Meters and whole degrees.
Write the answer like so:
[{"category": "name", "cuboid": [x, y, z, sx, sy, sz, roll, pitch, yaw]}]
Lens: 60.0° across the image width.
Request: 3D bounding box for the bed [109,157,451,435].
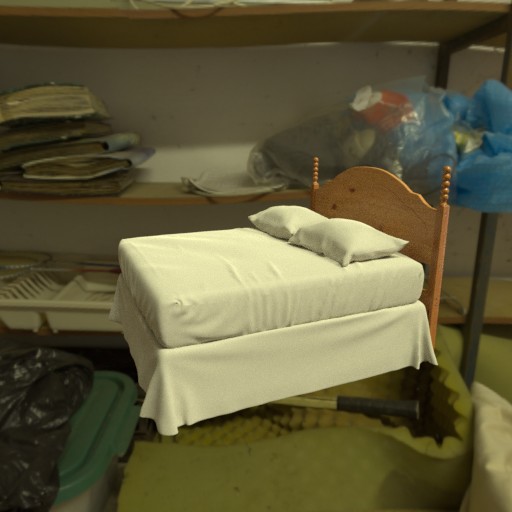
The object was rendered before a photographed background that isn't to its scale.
[{"category": "bed", "cuboid": [0.000, 0.000, 3.311, 2.040, 1.356, 1.873, -6, 16, -23]}]
